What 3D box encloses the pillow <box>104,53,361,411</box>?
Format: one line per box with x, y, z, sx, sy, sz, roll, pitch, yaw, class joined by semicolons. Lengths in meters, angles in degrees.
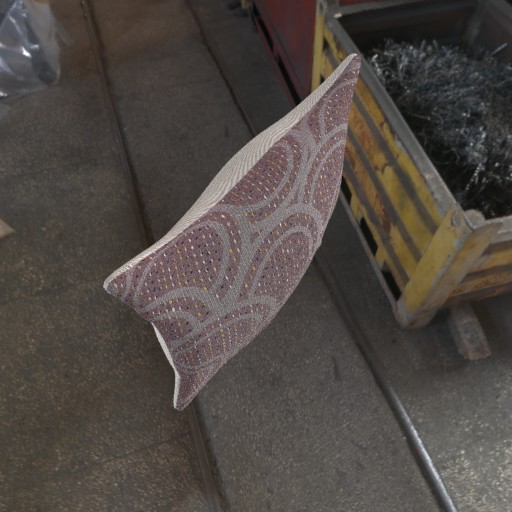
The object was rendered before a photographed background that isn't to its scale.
0.000;0.000;0.783;0.163;0.513;0.514;33;63;19;pillow
